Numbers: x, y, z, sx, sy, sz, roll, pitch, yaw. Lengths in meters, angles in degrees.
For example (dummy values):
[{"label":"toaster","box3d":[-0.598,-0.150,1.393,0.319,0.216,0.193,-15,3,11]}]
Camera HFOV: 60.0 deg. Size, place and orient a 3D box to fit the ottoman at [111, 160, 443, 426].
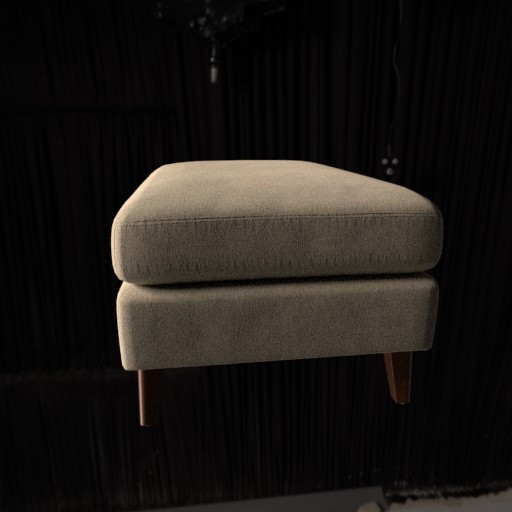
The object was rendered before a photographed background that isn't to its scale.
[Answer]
[{"label":"ottoman","box3d":[0.000,0.000,1.202,0.610,0.478,0.823,-2,16,-8]}]
